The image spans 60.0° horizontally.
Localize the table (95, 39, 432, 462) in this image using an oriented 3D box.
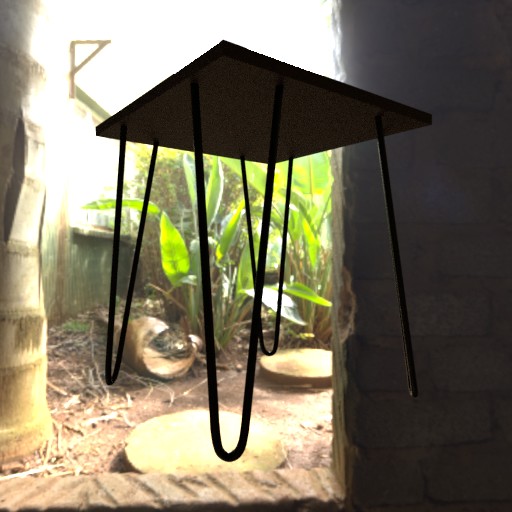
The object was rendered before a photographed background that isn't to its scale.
[{"bbox_3d":[0.000,0.000,0.917,0.495,0.559,0.495,0,0,-38],"label":"table"}]
